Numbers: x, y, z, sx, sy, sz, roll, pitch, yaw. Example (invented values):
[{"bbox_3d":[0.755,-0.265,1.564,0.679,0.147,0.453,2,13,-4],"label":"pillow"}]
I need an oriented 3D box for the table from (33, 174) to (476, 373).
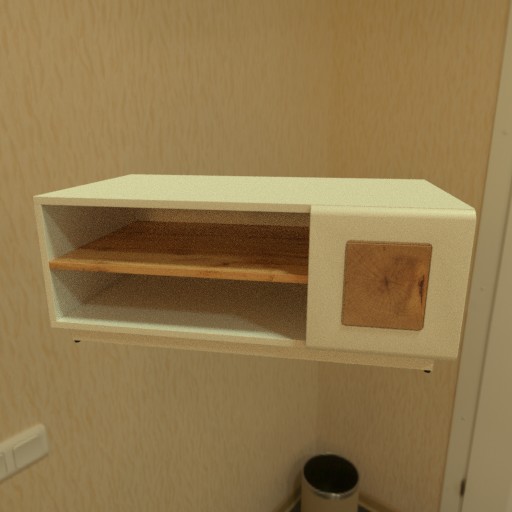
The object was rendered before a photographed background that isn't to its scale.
[{"bbox_3d":[0.000,0.000,1.421,1.097,0.442,0.639,3,16,9],"label":"table"}]
